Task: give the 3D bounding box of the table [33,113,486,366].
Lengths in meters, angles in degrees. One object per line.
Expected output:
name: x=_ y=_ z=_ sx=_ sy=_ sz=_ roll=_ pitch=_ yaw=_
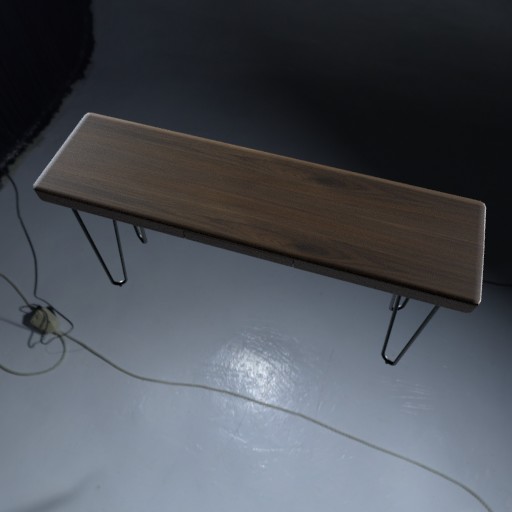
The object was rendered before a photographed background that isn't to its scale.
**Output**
table: x=0.000 y=0.000 z=1.933 sx=1.570 sy=0.834 sz=0.425 roll=15 pitch=60 yaw=9
